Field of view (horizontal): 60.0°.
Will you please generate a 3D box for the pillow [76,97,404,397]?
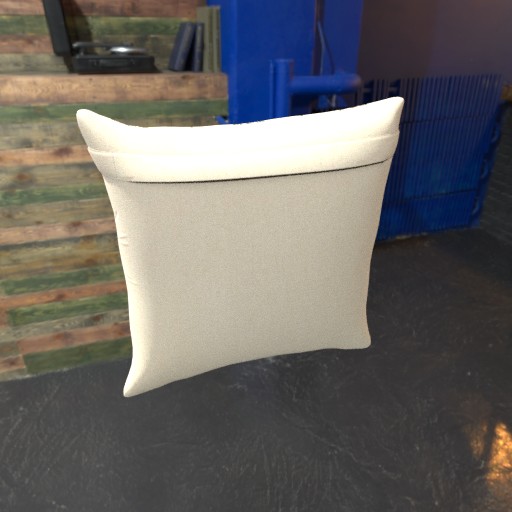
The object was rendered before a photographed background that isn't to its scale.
[{"bbox_3d":[0.000,0.000,0.614,0.405,0.406,0.173,-8,28,-15],"label":"pillow"}]
